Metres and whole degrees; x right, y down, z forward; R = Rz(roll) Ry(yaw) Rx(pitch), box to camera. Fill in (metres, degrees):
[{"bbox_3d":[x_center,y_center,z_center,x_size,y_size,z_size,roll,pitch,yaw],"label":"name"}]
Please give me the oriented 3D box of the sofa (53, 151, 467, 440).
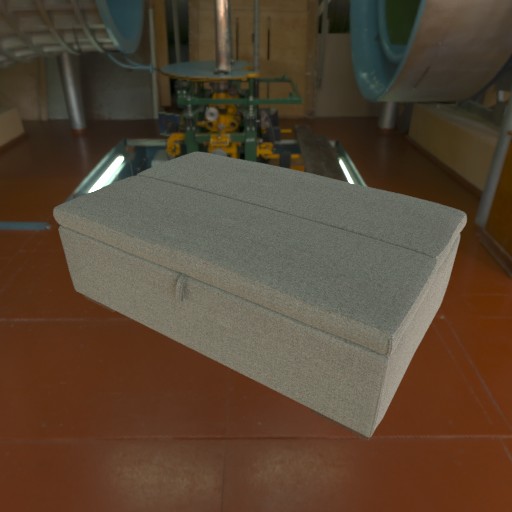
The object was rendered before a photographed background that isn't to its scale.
[{"bbox_3d":[0.000,0.000,1.636,1.250,0.434,0.817,19,35,29],"label":"sofa"}]
